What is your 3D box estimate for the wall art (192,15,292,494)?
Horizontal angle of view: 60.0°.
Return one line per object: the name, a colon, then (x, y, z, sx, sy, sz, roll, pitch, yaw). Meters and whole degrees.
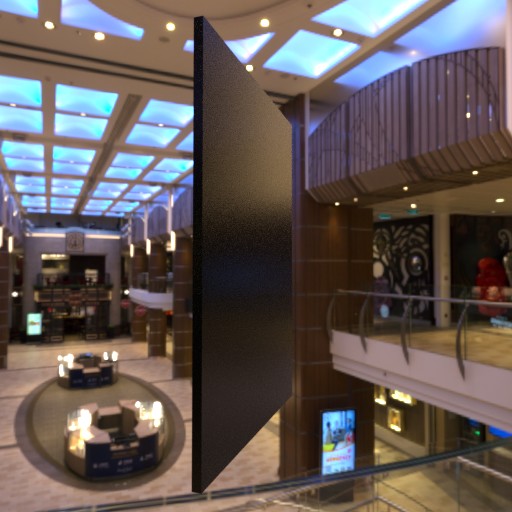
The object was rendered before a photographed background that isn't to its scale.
wall art: (0.000, 0.000, 0.750, 0.013, 0.582, 0.442, -1, -2, 19)
